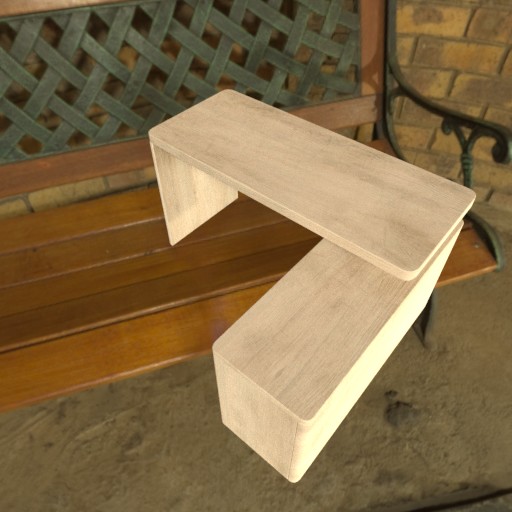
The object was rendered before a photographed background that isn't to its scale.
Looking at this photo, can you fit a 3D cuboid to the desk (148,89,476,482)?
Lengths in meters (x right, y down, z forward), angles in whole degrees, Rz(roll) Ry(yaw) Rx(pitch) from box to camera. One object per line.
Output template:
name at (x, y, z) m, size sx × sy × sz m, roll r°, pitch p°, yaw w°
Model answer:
desk at (0.000, 0.000, 2.095) m, size 1.400 × 0.770 × 1.175 m, roll 32°, pitch 55°, yaw 26°
